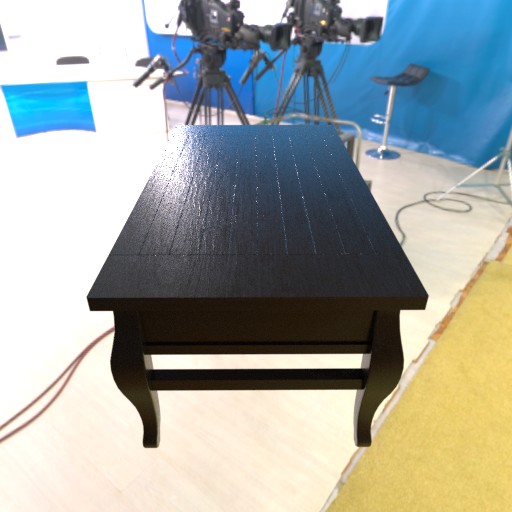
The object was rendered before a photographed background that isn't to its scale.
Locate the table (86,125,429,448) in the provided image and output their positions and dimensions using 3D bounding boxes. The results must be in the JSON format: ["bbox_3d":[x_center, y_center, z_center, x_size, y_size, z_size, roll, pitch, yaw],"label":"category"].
[{"bbox_3d":[0.000,0.000,1.334,0.600,0.494,1.062,0,32,0],"label":"table"}]
